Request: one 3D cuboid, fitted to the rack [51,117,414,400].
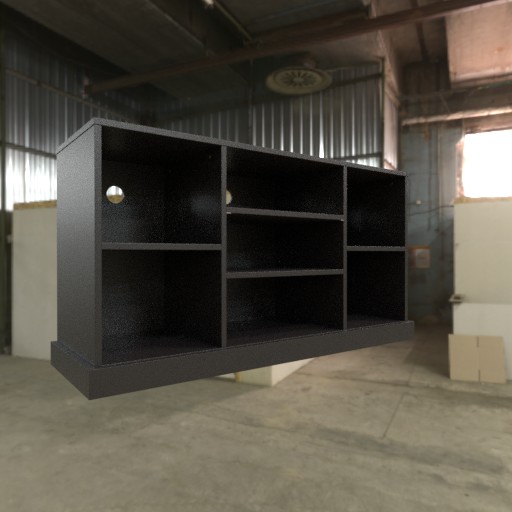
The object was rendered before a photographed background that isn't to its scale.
[{"bbox_3d":[0.000,0.000,1.498,1.206,0.635,0.399,0,0,-36],"label":"rack"}]
